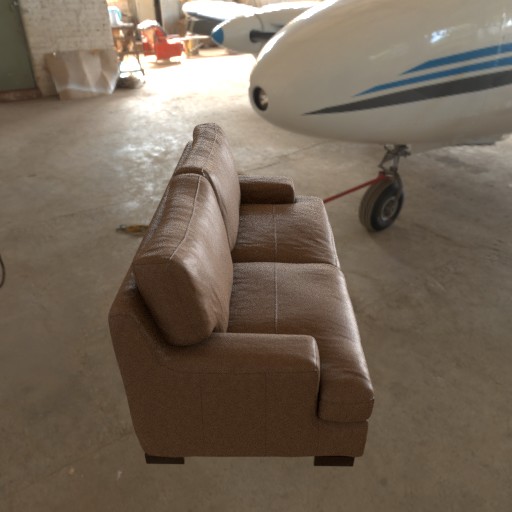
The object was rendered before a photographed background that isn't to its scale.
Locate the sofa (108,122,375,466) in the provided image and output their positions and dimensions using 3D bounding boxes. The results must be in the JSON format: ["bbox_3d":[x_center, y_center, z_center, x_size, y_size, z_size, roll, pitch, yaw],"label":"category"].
[{"bbox_3d":[0.000,0.000,2.375,0.962,0.980,1.855,0,32,1],"label":"sofa"}]
